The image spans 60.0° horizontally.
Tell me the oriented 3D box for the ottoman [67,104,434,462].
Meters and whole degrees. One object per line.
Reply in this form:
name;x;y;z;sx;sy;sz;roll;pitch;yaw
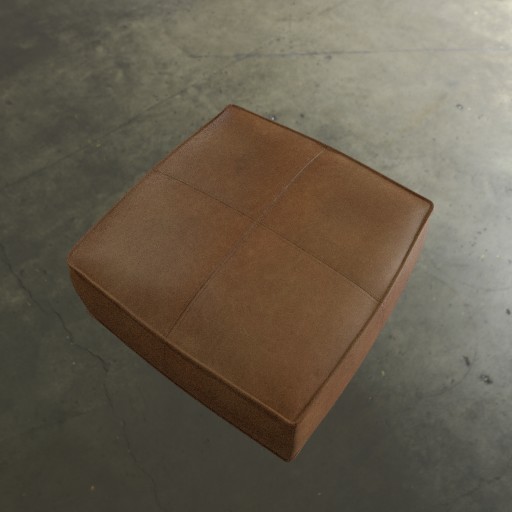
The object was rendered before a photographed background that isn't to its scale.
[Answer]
ottoman;0.000;0.000;1.439;0.901;0.395;0.902;31;64;17
